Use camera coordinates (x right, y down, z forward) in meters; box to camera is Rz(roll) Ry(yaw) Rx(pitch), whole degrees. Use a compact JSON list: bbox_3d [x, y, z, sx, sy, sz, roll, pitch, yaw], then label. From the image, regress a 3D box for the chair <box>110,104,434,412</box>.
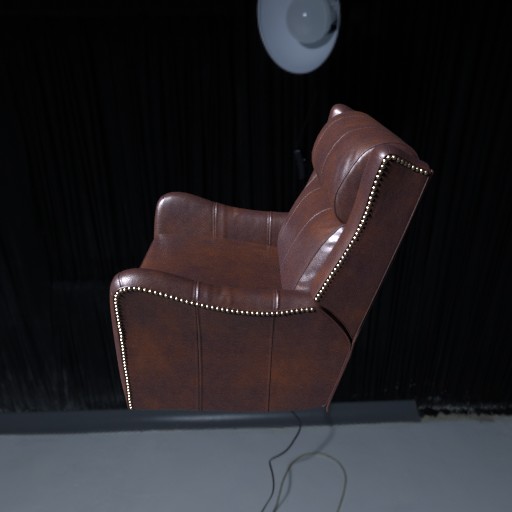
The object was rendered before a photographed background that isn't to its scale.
[{"bbox_3d":[0.000,0.000,1.820,1.008,1.084,0.869,0,27,0],"label":"chair"}]
